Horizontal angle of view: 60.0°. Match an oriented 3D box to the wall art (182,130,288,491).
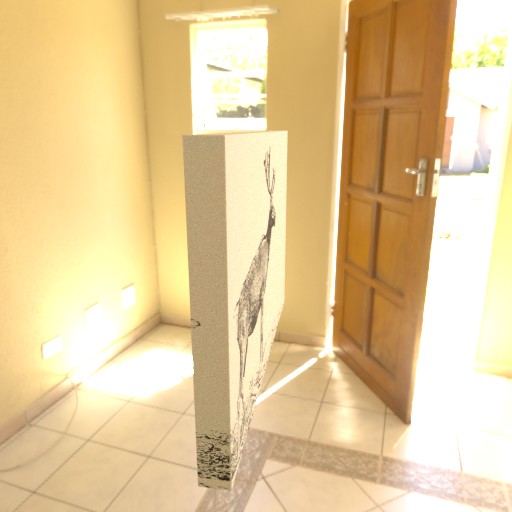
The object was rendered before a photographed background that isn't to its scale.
[{"bbox_3d":[0.000,0.000,0.768,0.042,0.414,0.608,3,16,9],"label":"wall art"}]
